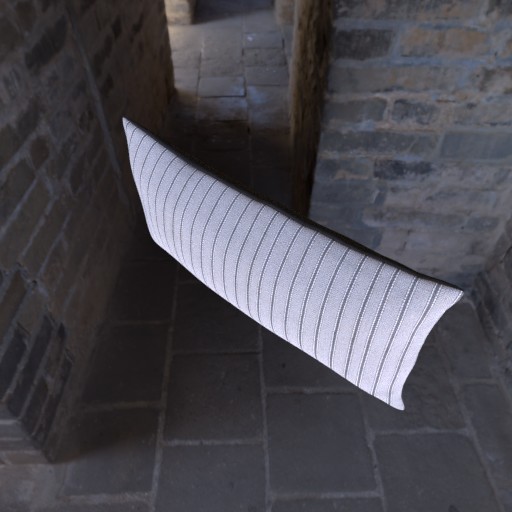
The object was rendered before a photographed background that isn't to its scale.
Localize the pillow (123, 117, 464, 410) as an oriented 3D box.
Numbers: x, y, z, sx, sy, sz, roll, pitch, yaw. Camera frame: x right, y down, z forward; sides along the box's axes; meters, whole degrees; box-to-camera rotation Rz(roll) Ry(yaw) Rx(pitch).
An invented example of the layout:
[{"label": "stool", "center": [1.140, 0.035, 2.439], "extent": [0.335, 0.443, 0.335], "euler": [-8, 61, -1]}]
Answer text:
[{"label": "pillow", "center": [0.000, 0.000, 0.730], "extent": [0.609, 0.305, 0.151], "euler": [32, 54, 27]}]
